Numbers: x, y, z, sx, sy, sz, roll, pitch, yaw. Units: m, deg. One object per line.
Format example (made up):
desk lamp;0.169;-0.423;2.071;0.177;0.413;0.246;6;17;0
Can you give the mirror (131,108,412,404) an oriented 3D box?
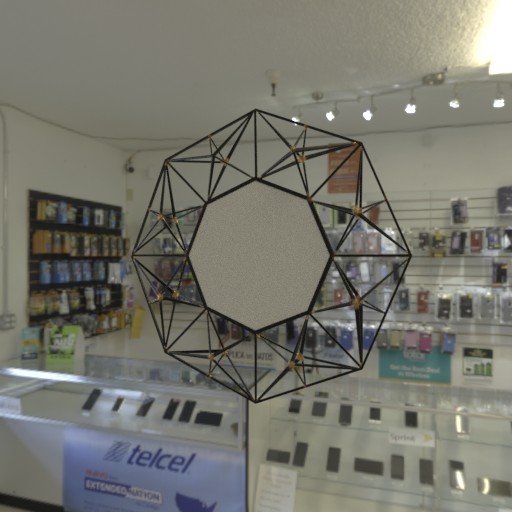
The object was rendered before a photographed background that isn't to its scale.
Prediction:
mirror;0.000;0.000;1.068;0.710;0.710;0.094;0;0;20
